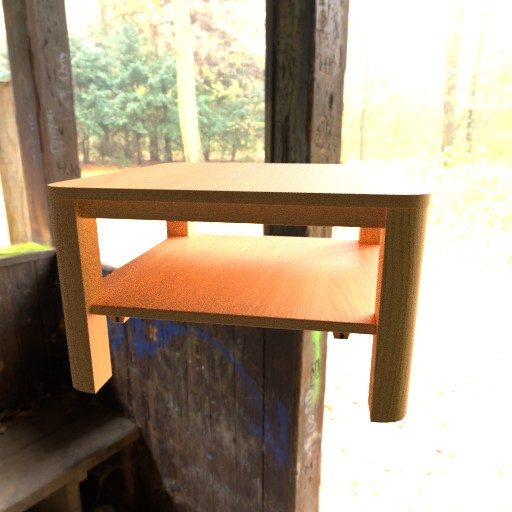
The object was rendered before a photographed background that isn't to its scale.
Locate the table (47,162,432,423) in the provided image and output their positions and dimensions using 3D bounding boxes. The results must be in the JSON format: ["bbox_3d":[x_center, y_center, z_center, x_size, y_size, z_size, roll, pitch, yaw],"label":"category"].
[{"bbox_3d":[0.000,0.000,1.215,0.750,0.450,0.750,3,16,9],"label":"table"}]
